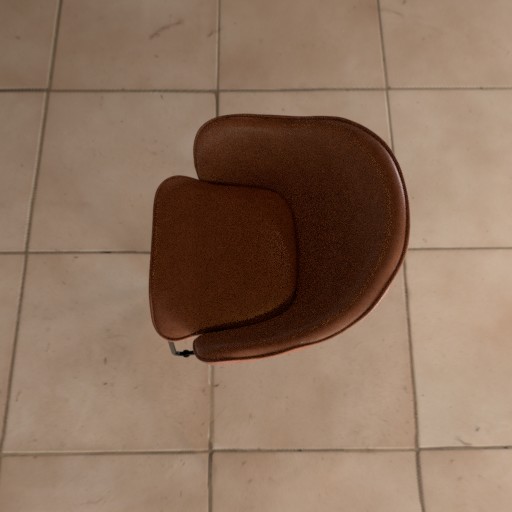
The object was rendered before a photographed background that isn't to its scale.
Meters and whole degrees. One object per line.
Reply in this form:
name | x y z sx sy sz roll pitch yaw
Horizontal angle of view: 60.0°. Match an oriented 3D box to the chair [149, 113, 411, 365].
chair | 0.000 0.000 1.213 0.580 0.785 0.582 -2 75 0
